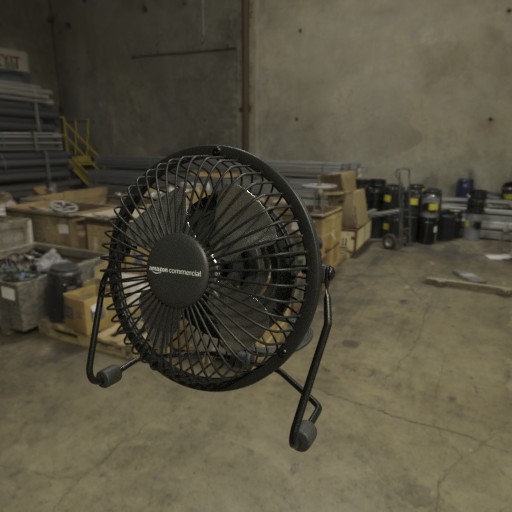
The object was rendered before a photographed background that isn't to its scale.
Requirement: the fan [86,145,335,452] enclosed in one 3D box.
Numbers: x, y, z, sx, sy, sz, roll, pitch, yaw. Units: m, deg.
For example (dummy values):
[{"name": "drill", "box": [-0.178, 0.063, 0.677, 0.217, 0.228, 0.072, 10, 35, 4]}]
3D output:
[{"name": "fan", "box": [0.000, 0.000, 0.310, 0.153, 0.152, 0.202, 7, 16, 25]}]
